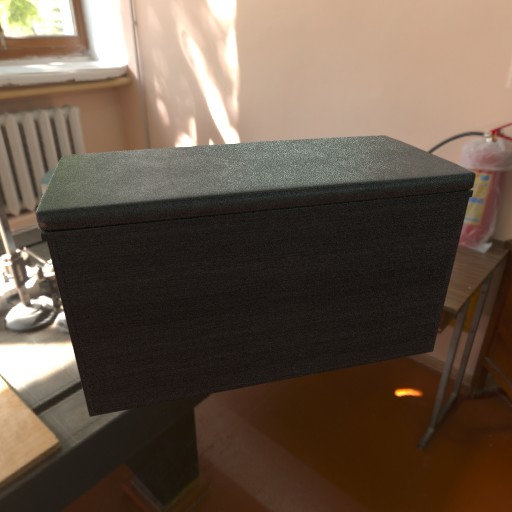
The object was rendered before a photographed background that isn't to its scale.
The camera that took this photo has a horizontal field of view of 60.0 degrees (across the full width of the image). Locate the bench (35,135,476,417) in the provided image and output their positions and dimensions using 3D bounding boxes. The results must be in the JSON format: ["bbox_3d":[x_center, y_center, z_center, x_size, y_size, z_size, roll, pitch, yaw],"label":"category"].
[{"bbox_3d":[0.000,0.000,1.156,0.905,0.501,0.401,-7,29,-13],"label":"bench"}]
